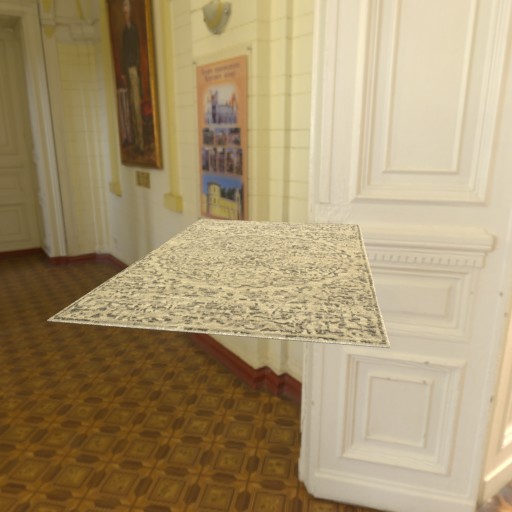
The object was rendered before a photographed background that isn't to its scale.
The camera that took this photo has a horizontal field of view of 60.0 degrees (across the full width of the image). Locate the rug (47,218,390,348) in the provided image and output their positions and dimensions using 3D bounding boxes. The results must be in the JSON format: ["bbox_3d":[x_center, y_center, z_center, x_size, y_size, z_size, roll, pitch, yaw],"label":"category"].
[{"bbox_3d":[0.000,0.000,3.072,1.527,0.021,2.447,3,16,10],"label":"rug"}]
